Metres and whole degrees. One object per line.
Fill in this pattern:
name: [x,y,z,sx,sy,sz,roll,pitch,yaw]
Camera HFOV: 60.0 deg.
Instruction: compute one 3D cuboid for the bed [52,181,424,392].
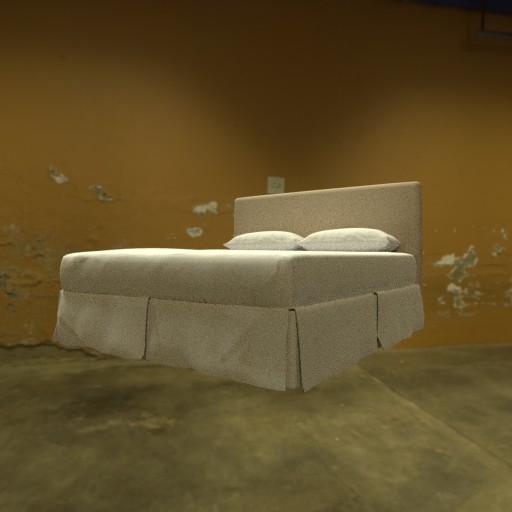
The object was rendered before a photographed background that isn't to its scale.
bed: [0.000,0.000,3.559,2.119,1.317,2.319,0,0,35]
